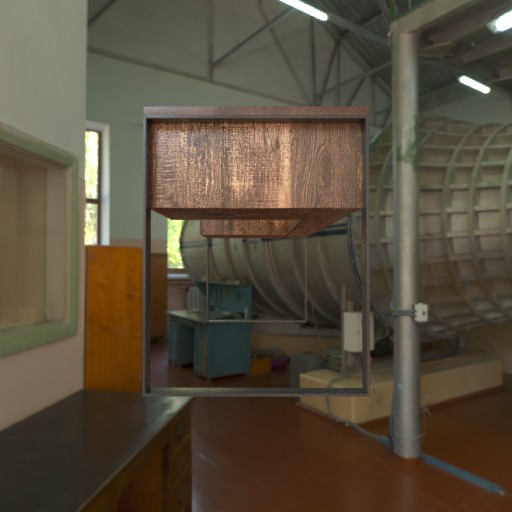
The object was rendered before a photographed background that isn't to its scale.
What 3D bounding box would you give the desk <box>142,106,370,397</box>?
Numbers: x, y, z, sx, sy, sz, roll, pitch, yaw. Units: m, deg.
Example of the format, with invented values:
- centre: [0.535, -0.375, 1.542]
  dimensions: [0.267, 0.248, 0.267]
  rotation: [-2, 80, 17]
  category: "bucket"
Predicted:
- centre: [0.000, 0.000, 1.923]
  dimensions: [0.599, 0.762, 1.524]
  rotation: [0, -1, 0]
  category: "desk"
